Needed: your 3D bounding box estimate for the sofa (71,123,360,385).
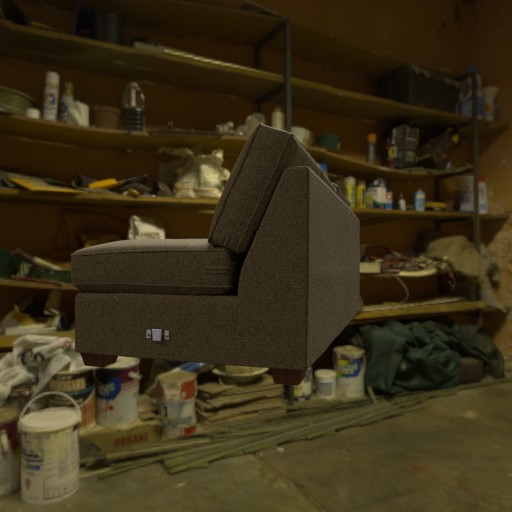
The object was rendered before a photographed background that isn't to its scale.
[{"bbox_3d":[0.000,0.000,2.602,1.034,0.946,1.963,0,-1,18],"label":"sofa"}]
